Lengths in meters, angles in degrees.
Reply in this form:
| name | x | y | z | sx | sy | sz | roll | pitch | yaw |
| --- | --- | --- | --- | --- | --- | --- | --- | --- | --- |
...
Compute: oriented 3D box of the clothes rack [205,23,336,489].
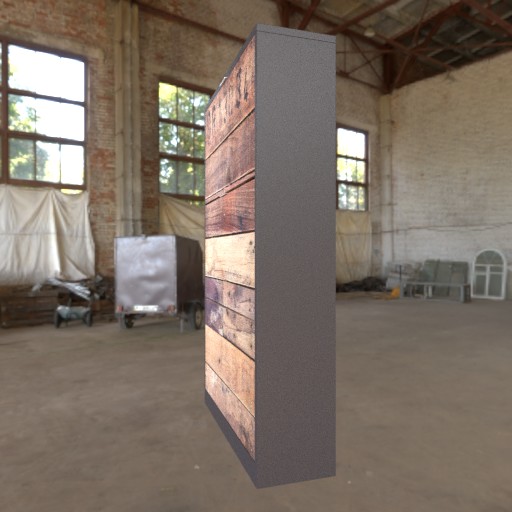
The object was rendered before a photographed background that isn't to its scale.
| name | x | y | z | sx | sy | sz | roll | pitch | yaw |
| --- | --- | --- | --- | --- | --- | --- | --- | --- | --- |
| clothes rack | 0.000 | 0.000 | 1.609 | 0.250 | 1.280 | 0.750 | 0 | 0 | -18 |
